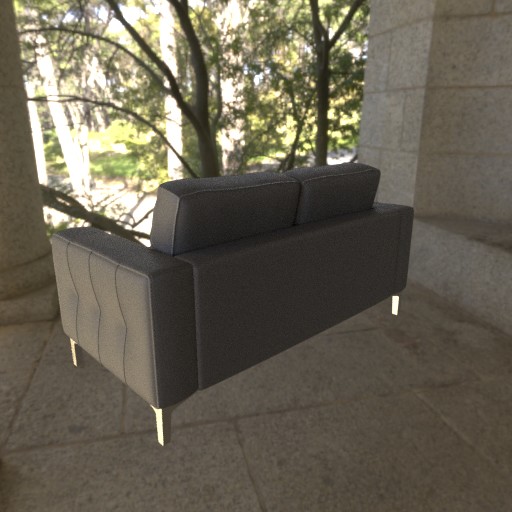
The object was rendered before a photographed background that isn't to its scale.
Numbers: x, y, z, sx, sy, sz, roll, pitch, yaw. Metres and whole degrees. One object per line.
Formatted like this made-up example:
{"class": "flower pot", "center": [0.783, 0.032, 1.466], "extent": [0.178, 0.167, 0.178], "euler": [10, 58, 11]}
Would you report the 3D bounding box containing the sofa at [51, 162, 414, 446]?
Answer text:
{"class": "sofa", "center": [0.000, 0.000, 2.245], "extent": [1.726, 0.892, 0.833], "euler": [-15, 23, -42]}
